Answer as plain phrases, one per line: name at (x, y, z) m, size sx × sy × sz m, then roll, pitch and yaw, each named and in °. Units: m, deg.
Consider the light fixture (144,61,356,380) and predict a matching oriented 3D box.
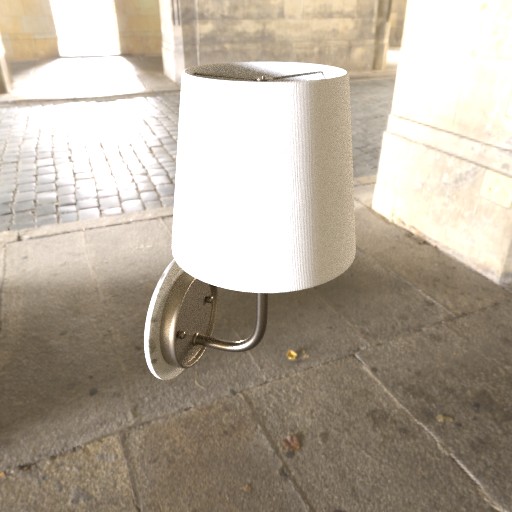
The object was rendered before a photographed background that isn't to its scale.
light fixture at (0.000, 0.000, 0.433) m, size 0.188 × 0.337 × 0.168 m, roll 10°, pitch 31°, yaw 17°
